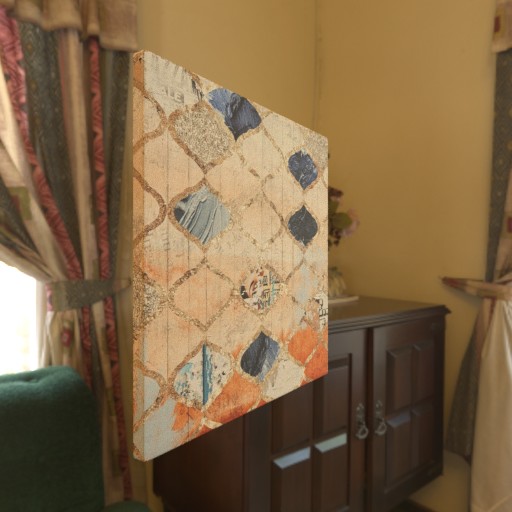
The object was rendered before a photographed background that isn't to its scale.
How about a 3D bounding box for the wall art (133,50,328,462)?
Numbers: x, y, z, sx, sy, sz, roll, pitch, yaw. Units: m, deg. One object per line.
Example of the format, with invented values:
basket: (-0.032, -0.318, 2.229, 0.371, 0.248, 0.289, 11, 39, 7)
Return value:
wall art: (0.000, 0.000, 1.357, 0.039, 0.914, 0.912, 0, 0, 35)
